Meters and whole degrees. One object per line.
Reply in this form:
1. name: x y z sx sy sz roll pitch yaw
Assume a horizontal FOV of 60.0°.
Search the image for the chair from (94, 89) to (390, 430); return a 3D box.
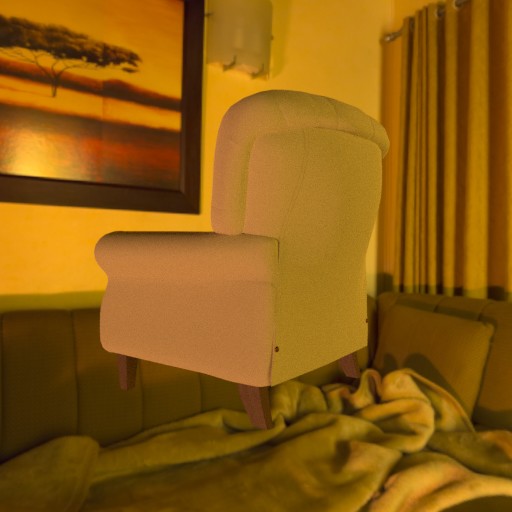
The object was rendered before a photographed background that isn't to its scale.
1. chair: 0.000 0.000 2.019 1.132 1.169 1.035 0 1 36
